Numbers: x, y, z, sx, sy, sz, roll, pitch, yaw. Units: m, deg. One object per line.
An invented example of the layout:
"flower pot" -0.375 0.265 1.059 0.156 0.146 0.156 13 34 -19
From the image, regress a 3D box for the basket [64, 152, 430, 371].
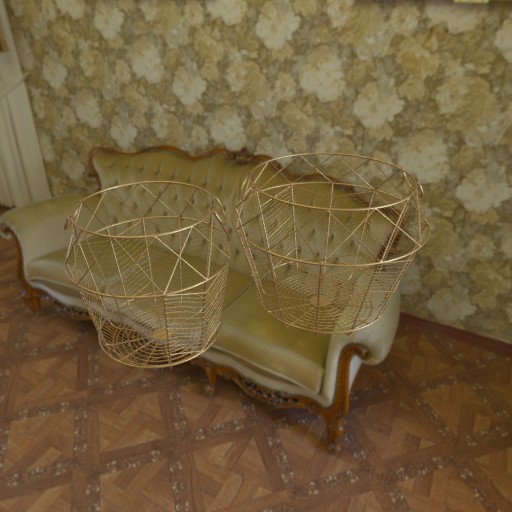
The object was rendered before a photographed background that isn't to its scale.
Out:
"basket" 0.000 0.000 1.021 0.805 0.343 0.451 -10 31 -16
